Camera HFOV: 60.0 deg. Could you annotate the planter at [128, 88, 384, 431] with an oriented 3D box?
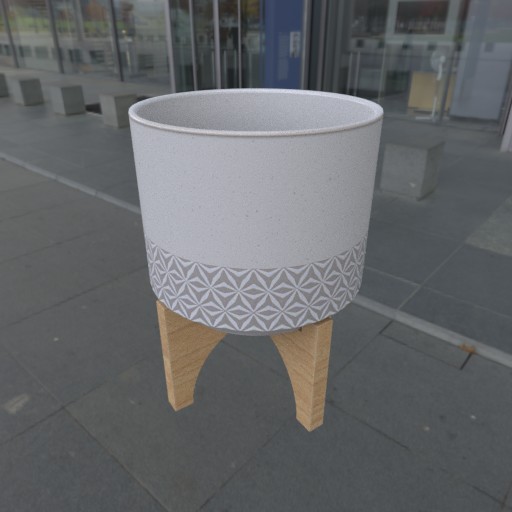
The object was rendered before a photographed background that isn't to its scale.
[{"bbox_3d":[0.000,0.000,0.524,0.249,0.343,0.249,0,28,0],"label":"planter"}]
